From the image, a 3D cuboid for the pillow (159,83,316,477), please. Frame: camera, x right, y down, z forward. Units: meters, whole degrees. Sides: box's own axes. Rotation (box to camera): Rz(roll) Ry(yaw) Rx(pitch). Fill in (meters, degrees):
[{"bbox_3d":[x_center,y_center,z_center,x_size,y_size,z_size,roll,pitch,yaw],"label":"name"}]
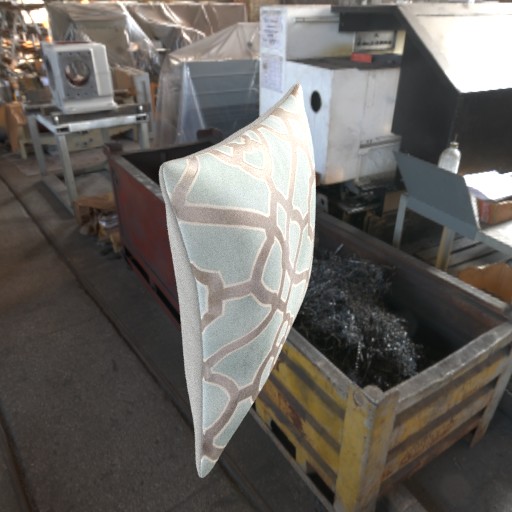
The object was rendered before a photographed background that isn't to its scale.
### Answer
[{"bbox_3d":[0.000,0.000,0.798,0.166,0.508,0.552,10,31,17],"label":"pillow"}]
